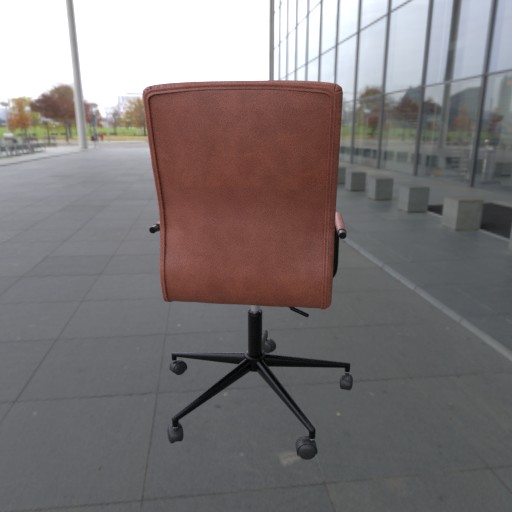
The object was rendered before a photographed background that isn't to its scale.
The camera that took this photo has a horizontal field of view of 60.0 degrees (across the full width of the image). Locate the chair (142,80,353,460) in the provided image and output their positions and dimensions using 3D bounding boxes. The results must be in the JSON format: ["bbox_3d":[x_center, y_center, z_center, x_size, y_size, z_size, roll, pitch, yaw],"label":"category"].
[{"bbox_3d":[0.000,0.000,1.263,0.600,0.878,0.578,2,16,7],"label":"chair"}]
